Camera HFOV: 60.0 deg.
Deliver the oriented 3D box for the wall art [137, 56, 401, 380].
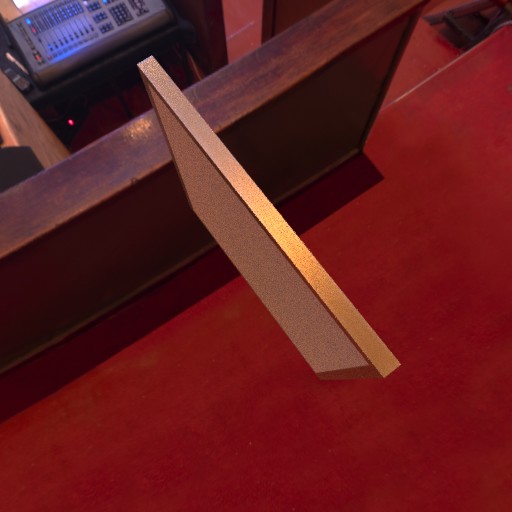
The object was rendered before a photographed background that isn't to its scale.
[{"bbox_3d":[0.000,0.000,1.183,0.037,0.760,0.762,-35,77,-9],"label":"wall art"}]
